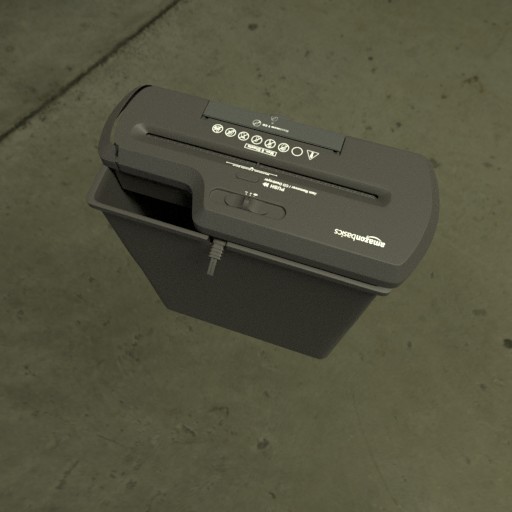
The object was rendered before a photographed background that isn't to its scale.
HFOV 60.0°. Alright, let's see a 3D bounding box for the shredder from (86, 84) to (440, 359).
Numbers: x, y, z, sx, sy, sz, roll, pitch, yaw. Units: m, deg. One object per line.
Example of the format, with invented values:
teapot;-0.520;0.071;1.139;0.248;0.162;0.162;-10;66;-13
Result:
shredder;0.000;0.000;0.531;0.320;0.335;0.170;17;65;8
